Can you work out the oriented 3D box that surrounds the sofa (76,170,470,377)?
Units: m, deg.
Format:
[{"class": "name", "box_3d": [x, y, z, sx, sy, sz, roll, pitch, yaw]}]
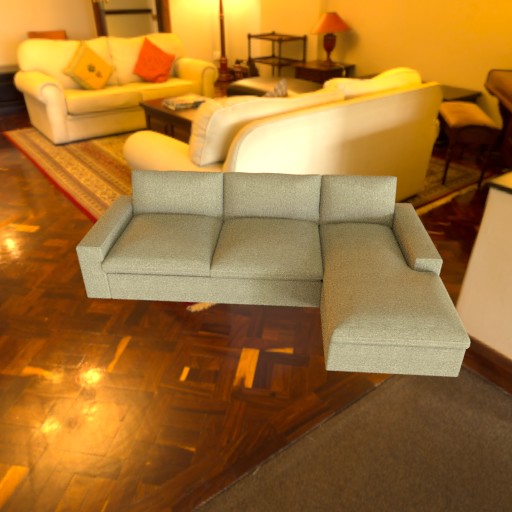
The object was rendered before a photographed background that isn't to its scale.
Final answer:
[{"class": "sofa", "box_3d": [0.000, 0.000, 3.428, 2.718, 0.813, 1.689, 2, 31, 3]}]
